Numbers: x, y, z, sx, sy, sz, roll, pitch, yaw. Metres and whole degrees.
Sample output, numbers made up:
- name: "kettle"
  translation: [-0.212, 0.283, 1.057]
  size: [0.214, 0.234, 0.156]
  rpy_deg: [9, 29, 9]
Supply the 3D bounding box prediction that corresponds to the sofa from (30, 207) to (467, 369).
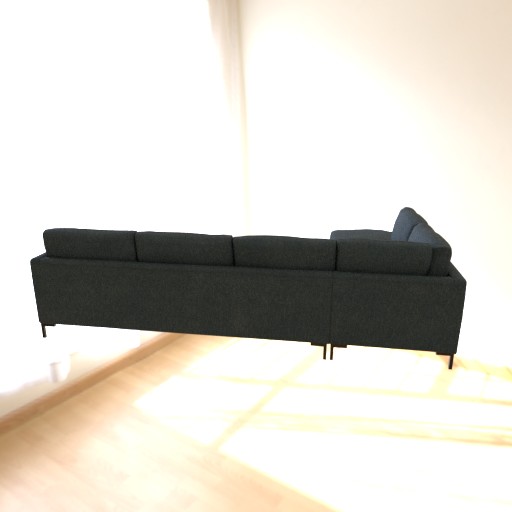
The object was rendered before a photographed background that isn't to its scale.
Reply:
- name: "sofa"
  translation: [0.000, 0.000, 3.866]
  size: [2.949, 0.815, 2.007]
  rpy_deg: [3, 17, 8]
